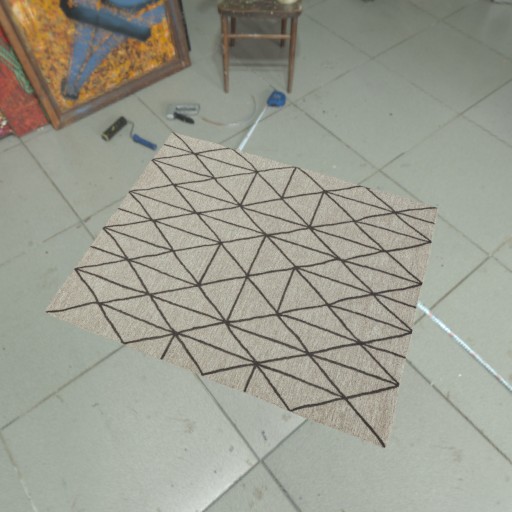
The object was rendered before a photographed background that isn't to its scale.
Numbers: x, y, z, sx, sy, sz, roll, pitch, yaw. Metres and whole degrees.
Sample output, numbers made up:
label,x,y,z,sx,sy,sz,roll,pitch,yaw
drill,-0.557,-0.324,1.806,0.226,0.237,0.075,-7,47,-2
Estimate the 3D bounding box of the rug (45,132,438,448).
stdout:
label,x,y,z,sx,sy,sz,roll,pitch,yaw
rug,0.000,0.000,4.201,3.061,0.022,2.468,18,59,11
